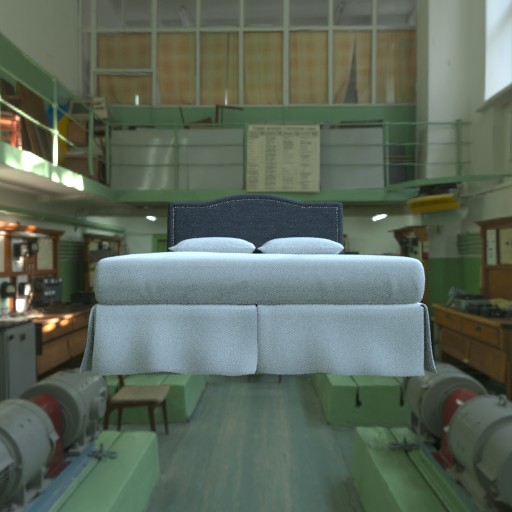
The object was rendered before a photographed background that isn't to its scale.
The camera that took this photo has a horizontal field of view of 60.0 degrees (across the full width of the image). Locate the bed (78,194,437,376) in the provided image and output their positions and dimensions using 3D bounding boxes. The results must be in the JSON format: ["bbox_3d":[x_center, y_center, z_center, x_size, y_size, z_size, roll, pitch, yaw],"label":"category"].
[{"bbox_3d":[0.000,0.000,3.953,2.161,1.457,2.689,0,0,-1],"label":"bed"}]
